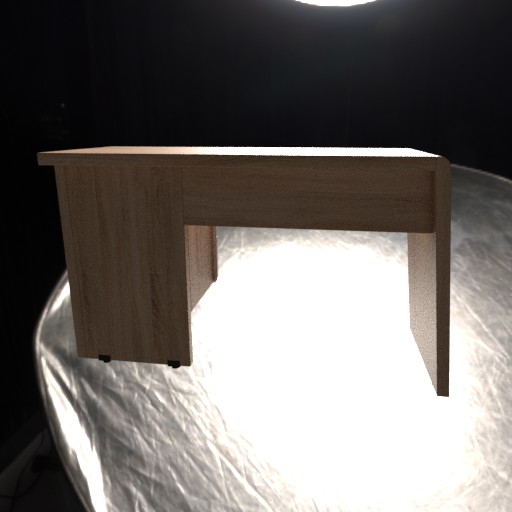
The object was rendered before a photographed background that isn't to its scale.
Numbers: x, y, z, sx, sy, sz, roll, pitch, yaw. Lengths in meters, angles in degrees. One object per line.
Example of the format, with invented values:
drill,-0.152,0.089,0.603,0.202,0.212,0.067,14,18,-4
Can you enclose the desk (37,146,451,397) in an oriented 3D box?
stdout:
desk,0.000,0.000,1.618,1.300,0.750,0.500,2,16,9
